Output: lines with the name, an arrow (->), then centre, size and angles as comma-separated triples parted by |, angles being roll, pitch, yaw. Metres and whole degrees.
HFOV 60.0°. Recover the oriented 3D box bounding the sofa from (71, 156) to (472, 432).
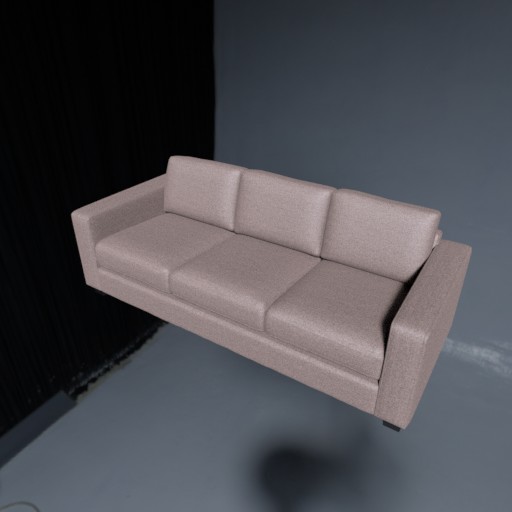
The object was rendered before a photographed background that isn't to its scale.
sofa -> 0.000, 0.000, 2.610 | 2.160, 0.806, 0.900 | 18, 34, 28
